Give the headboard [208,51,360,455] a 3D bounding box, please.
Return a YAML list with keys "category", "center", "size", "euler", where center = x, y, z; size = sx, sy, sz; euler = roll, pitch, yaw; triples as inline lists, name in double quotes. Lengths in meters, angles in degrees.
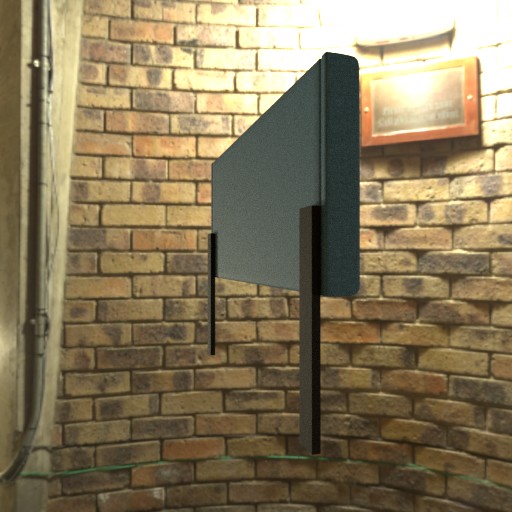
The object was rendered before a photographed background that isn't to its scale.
- category: "headboard"
  center: [0.000, 0.000, 2.645]
  size: [0.184, 1.524, 2.051]
  euler: [0, -1, -18]
